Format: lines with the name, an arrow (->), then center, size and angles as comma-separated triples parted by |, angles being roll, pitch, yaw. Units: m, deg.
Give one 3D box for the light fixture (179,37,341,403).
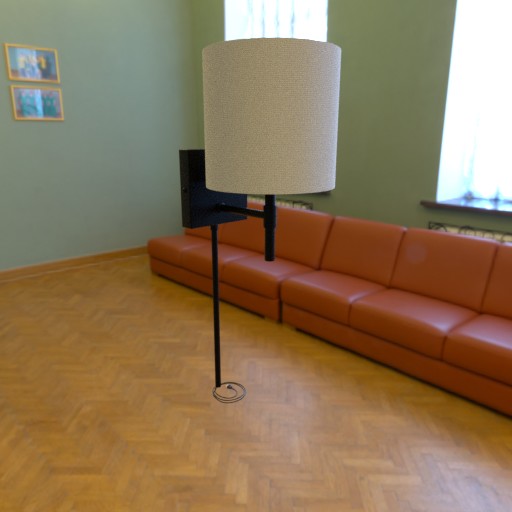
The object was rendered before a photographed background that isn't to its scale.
light fixture -> 0.000, 0.000, 0.704 | 0.188, 0.589, 0.248 | -14, 21, -42
